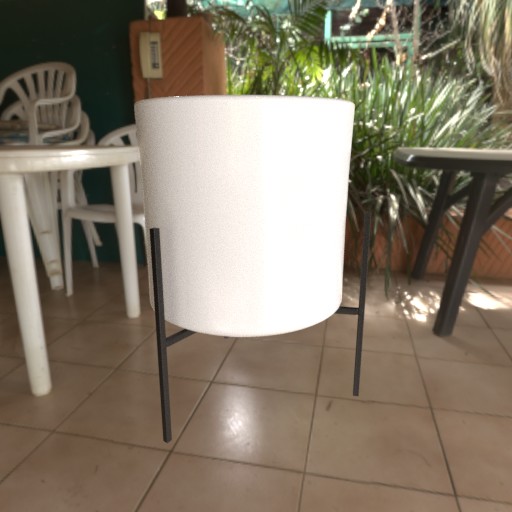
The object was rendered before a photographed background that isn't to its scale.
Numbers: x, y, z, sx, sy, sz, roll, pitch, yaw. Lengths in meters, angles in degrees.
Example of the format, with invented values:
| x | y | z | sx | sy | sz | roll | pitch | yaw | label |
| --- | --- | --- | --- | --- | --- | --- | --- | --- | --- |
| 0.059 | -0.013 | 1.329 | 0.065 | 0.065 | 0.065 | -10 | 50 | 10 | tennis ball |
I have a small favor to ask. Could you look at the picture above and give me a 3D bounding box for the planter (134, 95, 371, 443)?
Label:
| x | y | z | sx | sy | sz | roll | pitch | yaw | label |
| --- | --- | --- | --- | --- | --- | --- | --- | --- | --- |
| 0.000 | 0.000 | 0.736 | 0.361 | 0.480 | 0.360 | 3 | 16 | 10 | planter |
